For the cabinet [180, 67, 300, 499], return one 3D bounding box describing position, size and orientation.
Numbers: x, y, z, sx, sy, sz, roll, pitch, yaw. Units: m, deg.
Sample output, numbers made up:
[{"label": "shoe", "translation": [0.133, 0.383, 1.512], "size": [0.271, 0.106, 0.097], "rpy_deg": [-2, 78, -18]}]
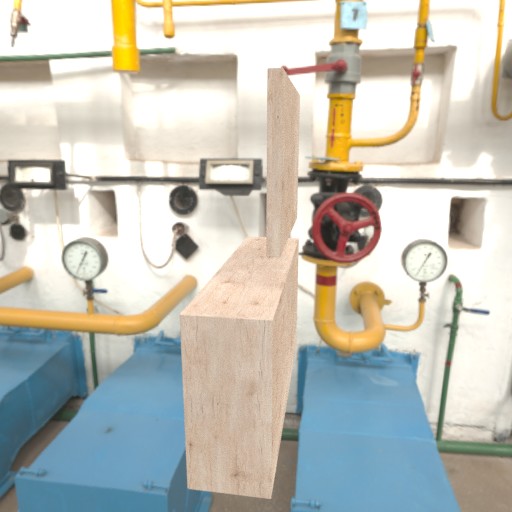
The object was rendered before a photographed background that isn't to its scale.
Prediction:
[{"label": "cabinet", "translation": [0.000, 0.000, 2.734], "size": [0.420, 1.981, 1.700], "rpy_deg": [2, 15, 9]}]
